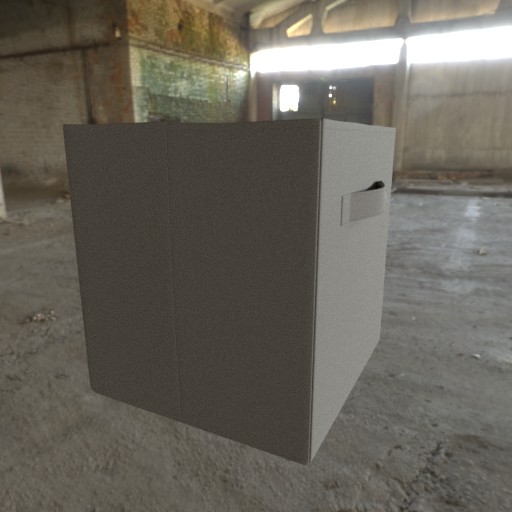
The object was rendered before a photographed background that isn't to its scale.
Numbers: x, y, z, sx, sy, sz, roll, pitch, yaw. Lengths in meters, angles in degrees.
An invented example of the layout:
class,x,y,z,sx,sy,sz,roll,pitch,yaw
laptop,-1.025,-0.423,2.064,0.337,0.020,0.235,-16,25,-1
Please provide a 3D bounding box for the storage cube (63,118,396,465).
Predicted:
class,x,y,z,sx,sy,sz,roll,pitch,yaw
storage cube,0.000,0.000,0.497,0.270,0.280,0.270,7,16,26
